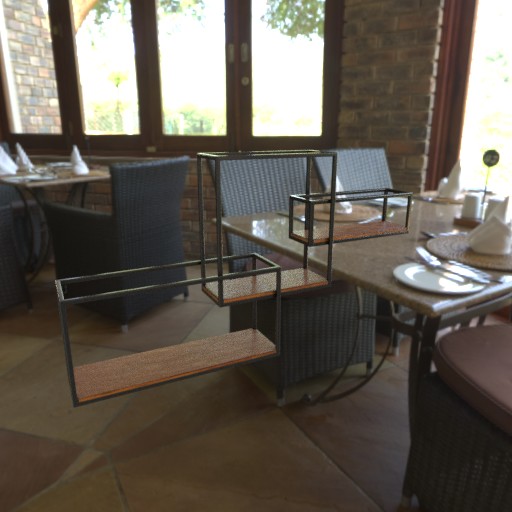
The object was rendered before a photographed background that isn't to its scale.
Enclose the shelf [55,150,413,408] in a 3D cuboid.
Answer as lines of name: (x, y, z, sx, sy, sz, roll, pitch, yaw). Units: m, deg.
shelf: (0.000, 0.000, 2.148, 1.781, 0.972, 0.275, -8, 18, -25)
